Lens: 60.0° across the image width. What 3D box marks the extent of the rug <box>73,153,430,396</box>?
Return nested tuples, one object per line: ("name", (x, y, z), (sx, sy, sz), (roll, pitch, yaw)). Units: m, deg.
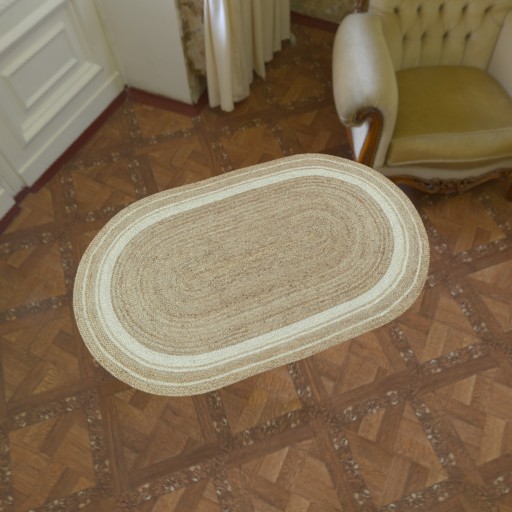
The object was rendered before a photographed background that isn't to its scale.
("rug", (0.000, 0.000, 2.996), (2.432, 0.006, 1.520), (-18, 62, -10))
